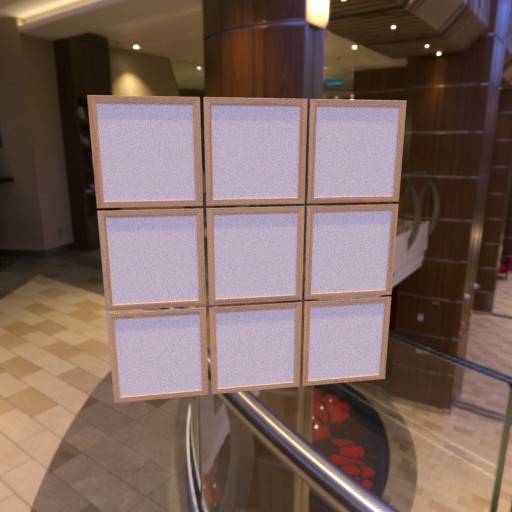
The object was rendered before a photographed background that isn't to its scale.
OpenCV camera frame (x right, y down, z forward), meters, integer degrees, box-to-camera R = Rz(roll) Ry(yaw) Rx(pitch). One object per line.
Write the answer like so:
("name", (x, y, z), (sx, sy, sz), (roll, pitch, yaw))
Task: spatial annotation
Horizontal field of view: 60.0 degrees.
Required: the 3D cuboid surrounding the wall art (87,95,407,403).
("wall art", (0.000, 0.000, 2.277), (1.519, 1.534, 0.013), (-2, 14, -9))
